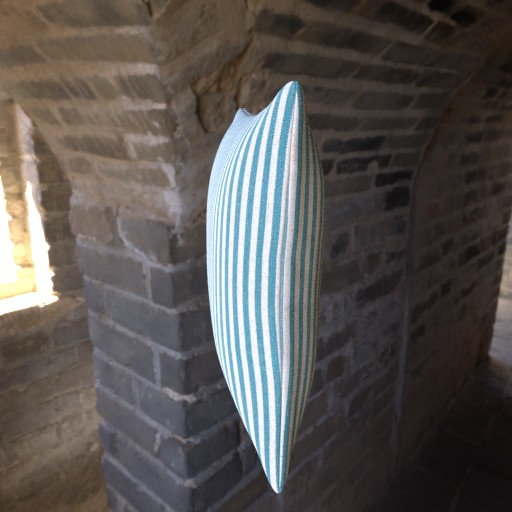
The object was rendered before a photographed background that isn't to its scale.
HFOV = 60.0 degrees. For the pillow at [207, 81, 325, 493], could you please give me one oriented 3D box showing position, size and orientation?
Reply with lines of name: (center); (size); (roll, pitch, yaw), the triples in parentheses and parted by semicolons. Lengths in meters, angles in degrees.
pillow: (0.000, 0.000, 0.763); (0.166, 0.510, 0.523); (-2, 16, -8)
